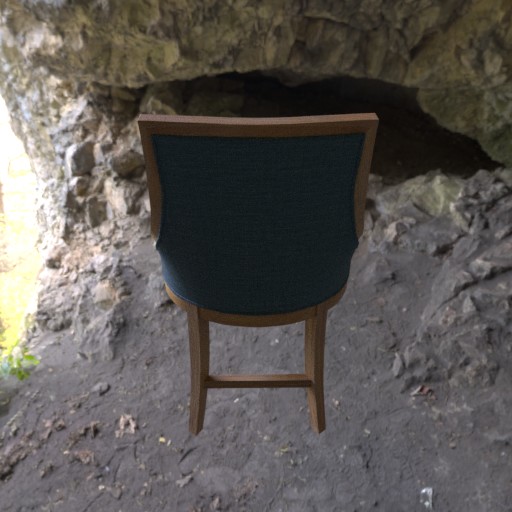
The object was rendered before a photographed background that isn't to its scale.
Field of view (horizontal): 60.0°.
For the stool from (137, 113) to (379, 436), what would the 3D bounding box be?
[{"bbox_3d":[0.000,0.000,1.281,0.524,0.938,0.626,-1,32,-1],"label":"stool"}]
